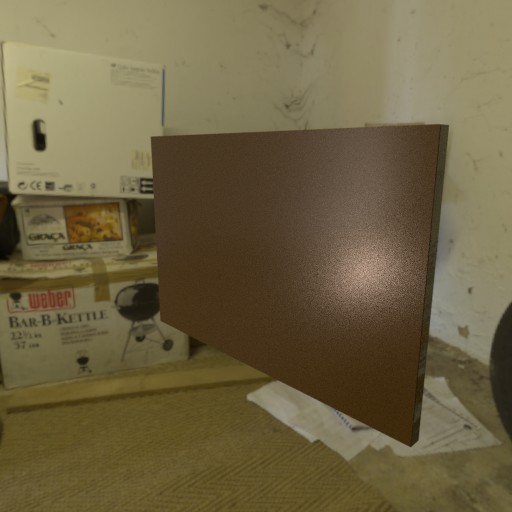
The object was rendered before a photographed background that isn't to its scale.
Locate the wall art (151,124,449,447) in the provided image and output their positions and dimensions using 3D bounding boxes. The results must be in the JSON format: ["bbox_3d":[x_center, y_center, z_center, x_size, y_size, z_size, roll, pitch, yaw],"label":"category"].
[{"bbox_3d":[0.000,0.000,1.415,0.041,0.762,1.145,-12,18,-42],"label":"wall art"}]
